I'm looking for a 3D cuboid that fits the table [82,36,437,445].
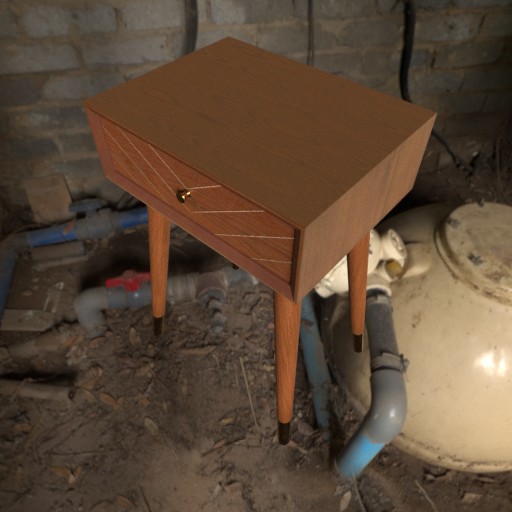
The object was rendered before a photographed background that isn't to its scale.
[{"bbox_3d":[0.000,0.000,0.821,0.406,0.599,0.300,33,55,26],"label":"table"}]
